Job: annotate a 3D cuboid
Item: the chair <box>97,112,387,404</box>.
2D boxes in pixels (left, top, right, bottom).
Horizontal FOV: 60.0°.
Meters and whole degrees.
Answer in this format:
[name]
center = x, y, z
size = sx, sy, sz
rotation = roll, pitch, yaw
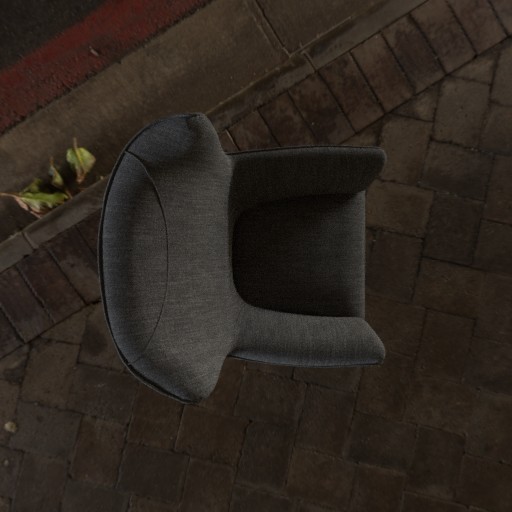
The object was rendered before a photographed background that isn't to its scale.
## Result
[chair]
center = 0.000, 0.000, 1.632
size = 0.888, 0.933, 0.781
rotation = 0, 91, 0
